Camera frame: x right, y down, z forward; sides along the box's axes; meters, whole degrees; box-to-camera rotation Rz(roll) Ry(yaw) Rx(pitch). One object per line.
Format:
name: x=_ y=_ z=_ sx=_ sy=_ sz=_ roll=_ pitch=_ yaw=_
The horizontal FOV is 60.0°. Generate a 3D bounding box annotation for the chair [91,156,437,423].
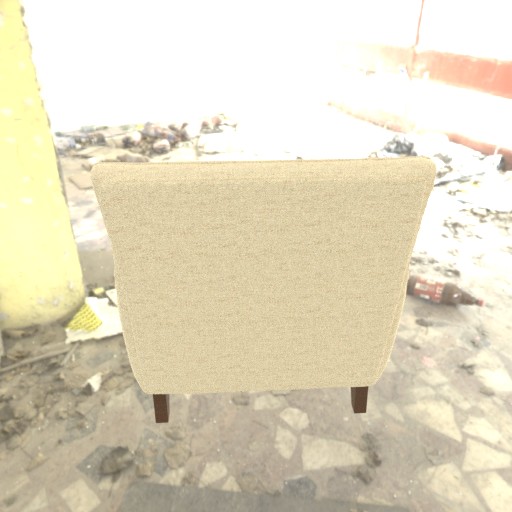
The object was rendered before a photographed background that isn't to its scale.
chair: x=0.000 y=0.000 z=1.587 sx=0.870 sy=0.943 sz=0.823 roll=-2 pitch=31 yaw=-3
